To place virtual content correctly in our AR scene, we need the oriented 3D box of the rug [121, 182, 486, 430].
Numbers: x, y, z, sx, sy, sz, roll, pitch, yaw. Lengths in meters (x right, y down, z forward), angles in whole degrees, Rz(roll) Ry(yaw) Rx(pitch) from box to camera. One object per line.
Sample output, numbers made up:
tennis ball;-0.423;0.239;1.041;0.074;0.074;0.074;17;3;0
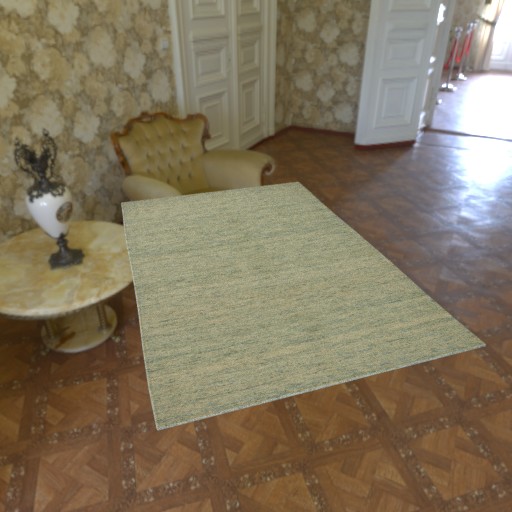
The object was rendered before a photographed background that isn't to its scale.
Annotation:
rug;0.000;0.000;2.826;1.547;0.013;2.283;-9;31;-16
